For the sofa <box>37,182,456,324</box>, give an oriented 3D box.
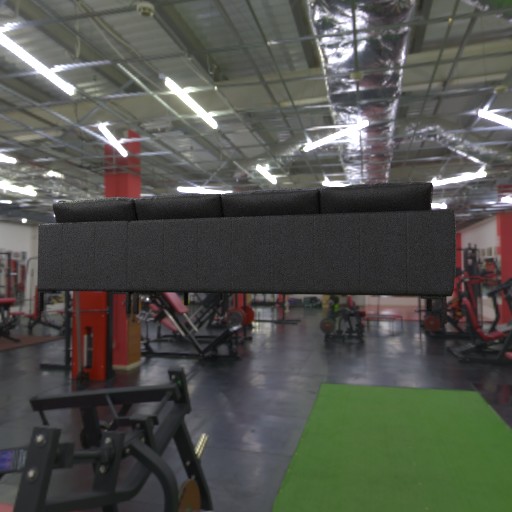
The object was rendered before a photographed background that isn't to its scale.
[{"bbox_3d":[0.000,0.000,3.871,2.984,0.877,1.938,-1,-2,17],"label":"sofa"}]
